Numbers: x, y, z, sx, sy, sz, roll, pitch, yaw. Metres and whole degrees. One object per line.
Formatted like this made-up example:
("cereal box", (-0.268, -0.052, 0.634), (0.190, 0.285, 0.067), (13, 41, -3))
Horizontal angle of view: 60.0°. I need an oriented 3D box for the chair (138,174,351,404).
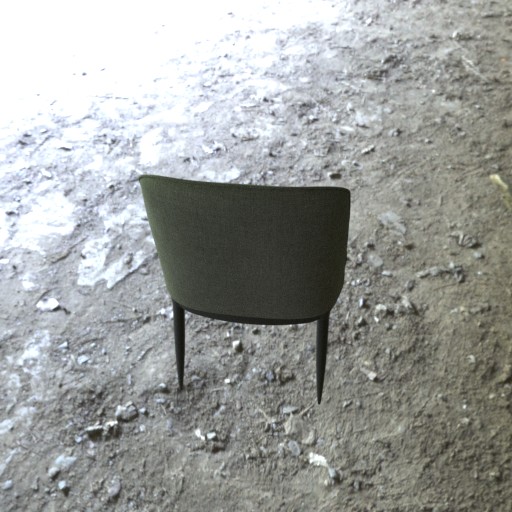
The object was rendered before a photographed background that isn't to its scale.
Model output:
("chair", (0.000, 0.000, 1.191), (0.488, 0.855, 0.550), (4, 46, 4))
